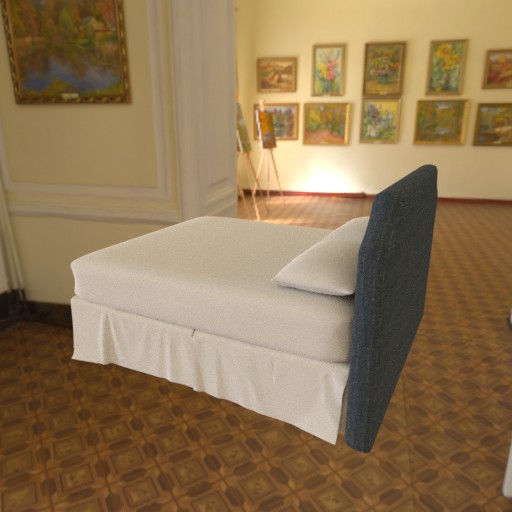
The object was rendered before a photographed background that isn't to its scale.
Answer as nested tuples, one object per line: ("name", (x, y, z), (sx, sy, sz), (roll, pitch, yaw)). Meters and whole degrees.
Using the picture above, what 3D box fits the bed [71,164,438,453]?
("bed", (0.000, 0.000, 3.238), (2.208, 1.297, 1.828), (9, 20, 26))
